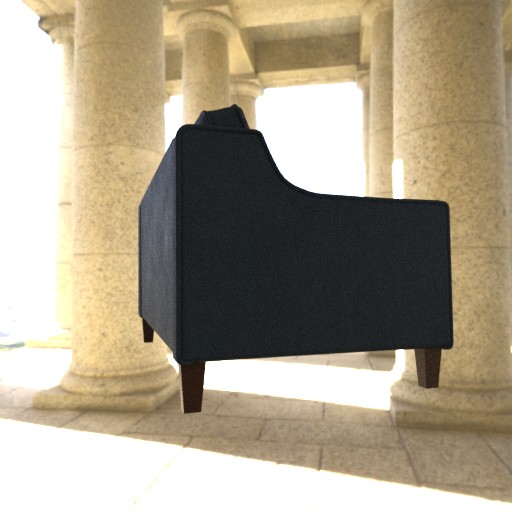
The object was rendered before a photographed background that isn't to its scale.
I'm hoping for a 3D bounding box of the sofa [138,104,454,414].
[{"bbox_3d":[0.000,0.000,2.108,0.987,0.971,1.501,1,-2,-19],"label":"sofa"}]
